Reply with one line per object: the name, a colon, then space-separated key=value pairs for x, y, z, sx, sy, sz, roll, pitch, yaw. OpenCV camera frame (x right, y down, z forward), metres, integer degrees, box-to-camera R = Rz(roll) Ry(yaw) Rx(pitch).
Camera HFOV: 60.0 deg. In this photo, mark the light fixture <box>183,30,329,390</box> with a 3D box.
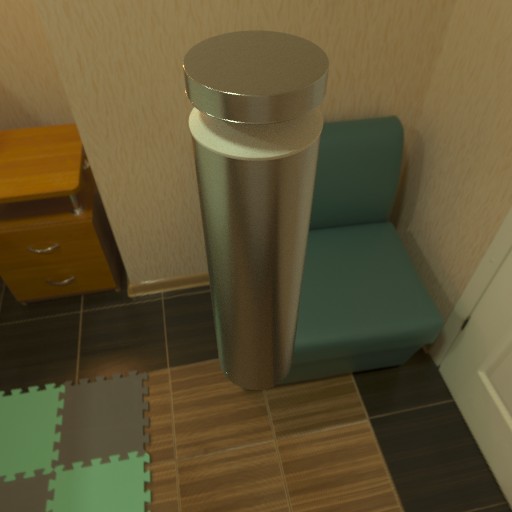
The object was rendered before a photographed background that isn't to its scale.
light fixture: x=0.000 y=0.000 z=0.451 sx=0.102 sy=0.400 sz=0.102 roll=-32 pitch=55 yaw=-26
